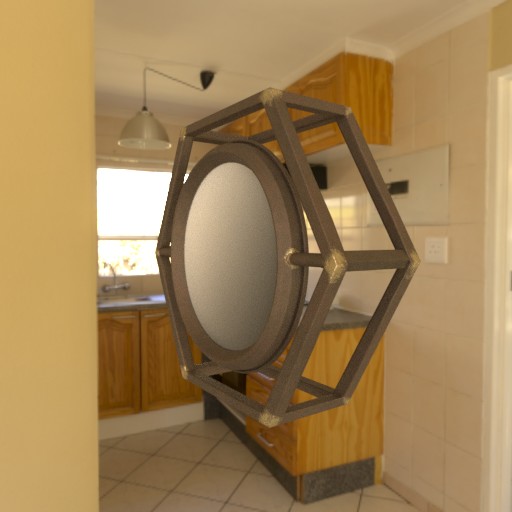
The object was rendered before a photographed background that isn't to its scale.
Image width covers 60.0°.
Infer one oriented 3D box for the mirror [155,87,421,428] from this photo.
[{"bbox_3d":[0.000,0.000,0.545,0.119,0.334,0.380,-2,3,-35],"label":"mirror"}]
